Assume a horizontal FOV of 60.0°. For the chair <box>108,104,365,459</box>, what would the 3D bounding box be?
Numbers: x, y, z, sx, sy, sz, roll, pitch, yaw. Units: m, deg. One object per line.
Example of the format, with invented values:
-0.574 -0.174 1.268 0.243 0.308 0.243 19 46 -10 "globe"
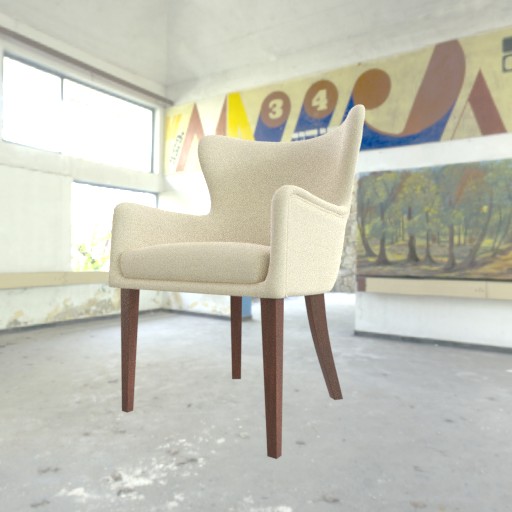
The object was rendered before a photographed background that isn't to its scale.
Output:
0.000 0.000 1.521 0.696 0.990 0.744 0 0 35 "chair"
